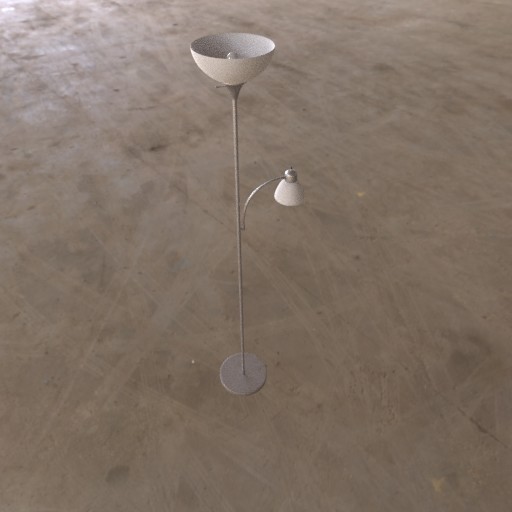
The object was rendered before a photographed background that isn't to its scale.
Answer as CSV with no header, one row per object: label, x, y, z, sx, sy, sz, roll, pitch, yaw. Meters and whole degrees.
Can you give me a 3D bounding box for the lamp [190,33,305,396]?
lamp,0.000,0.000,2.003,0.425,1.804,0.279,-13,43,-14
